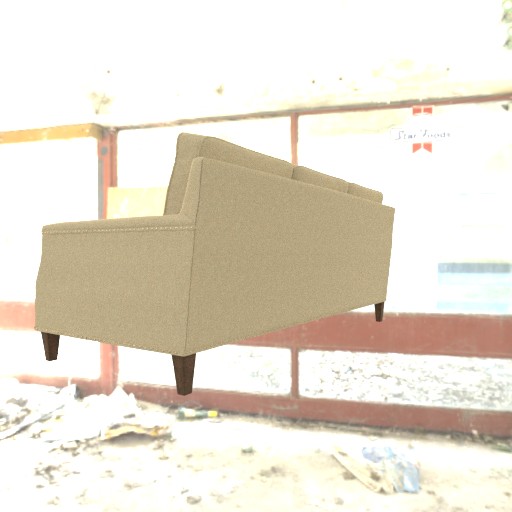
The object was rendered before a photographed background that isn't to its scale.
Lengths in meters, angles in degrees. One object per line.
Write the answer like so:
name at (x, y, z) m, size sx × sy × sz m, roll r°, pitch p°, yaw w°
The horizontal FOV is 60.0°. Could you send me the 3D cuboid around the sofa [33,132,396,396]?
sofa at (0.000, 0.000, 2.737) m, size 1.084 × 1.003 × 2.246 m, roll 0°, pitch 1°, yaw 35°
